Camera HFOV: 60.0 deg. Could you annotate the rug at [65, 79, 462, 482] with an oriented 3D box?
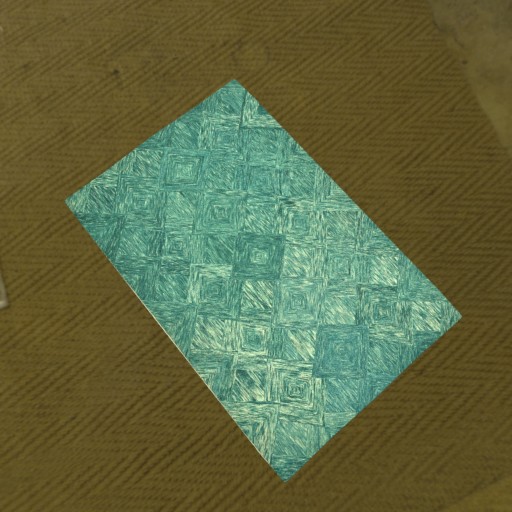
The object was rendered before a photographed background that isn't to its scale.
[{"bbox_3d":[0.000,0.000,2.193,1.136,0.017,1.728,-39,78,-10],"label":"rug"}]
